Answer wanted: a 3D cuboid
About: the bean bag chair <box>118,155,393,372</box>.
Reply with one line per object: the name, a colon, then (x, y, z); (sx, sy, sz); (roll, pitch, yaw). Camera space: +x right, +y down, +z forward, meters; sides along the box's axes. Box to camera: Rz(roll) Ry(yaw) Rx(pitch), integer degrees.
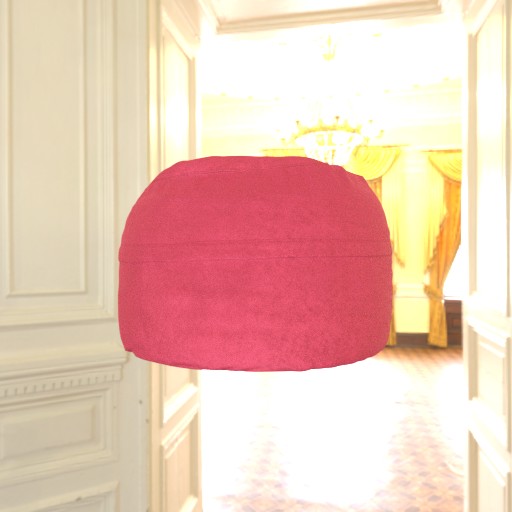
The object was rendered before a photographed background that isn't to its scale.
bean bag chair: (0.000, 0.000, 2.058); (1.218, 0.788, 1.218); (0, 0, 0)
